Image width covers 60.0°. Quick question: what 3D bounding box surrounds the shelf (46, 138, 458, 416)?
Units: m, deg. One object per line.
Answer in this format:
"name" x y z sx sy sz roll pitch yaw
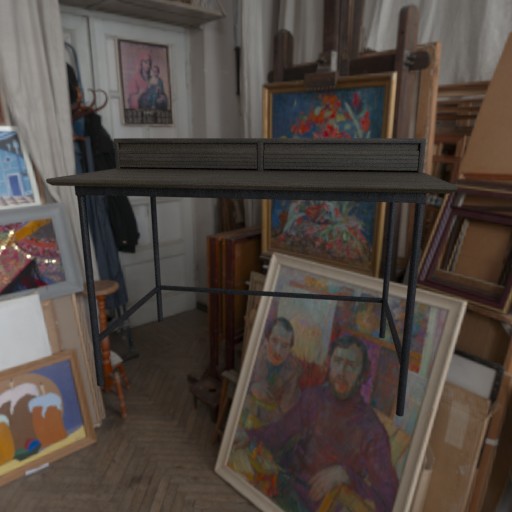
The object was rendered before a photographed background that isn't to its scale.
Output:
"shelf" 0.000 0.000 1.691 1.212 0.865 0.685 3 15 9
